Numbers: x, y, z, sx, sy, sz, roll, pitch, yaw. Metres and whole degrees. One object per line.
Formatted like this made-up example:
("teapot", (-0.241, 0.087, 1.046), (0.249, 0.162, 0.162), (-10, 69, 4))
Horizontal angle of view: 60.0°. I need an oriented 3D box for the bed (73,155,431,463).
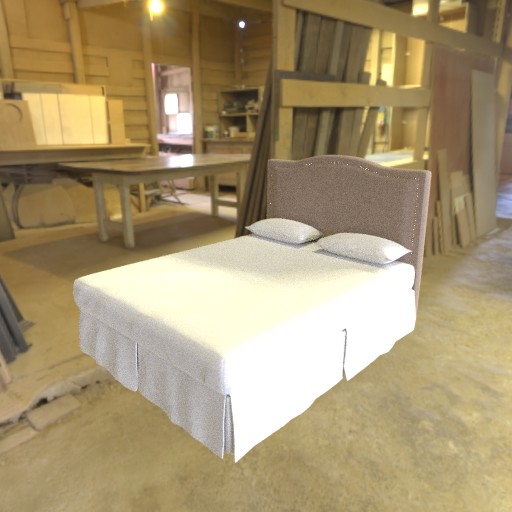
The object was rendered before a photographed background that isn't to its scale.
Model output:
("bed", (0.000, 0.000, 3.477), (1.821, 1.436, 2.282), (16, 23, 42))
